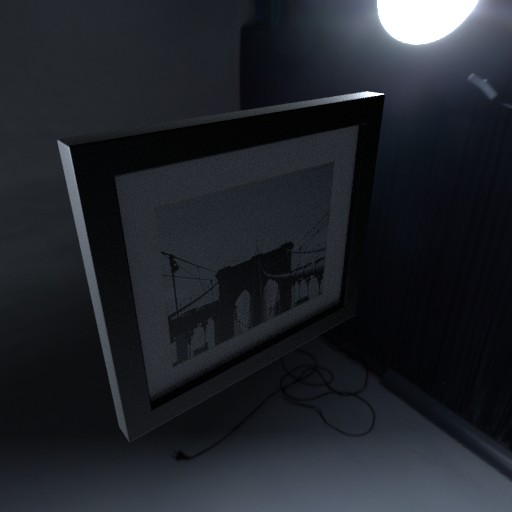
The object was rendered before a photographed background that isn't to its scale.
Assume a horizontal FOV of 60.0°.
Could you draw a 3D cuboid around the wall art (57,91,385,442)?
[{"bbox_3d":[0.000,0.000,0.524,0.380,0.330,0.028,-21,35,-33],"label":"wall art"}]
